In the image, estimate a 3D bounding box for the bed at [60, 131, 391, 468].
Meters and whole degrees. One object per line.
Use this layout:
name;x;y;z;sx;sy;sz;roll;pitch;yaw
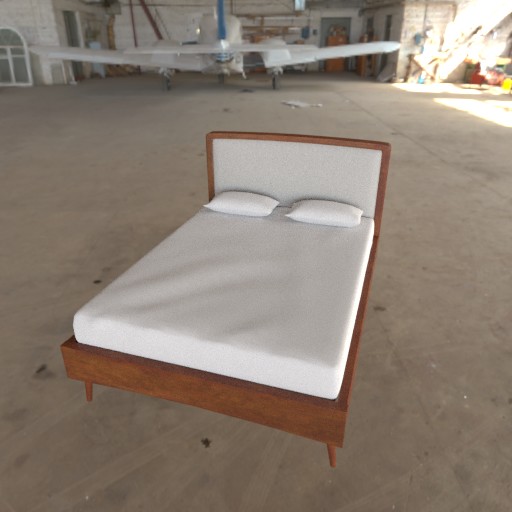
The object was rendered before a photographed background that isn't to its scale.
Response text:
bed;0.000;0.000;3.116;1.587;1.275;2.196;8;28;16
